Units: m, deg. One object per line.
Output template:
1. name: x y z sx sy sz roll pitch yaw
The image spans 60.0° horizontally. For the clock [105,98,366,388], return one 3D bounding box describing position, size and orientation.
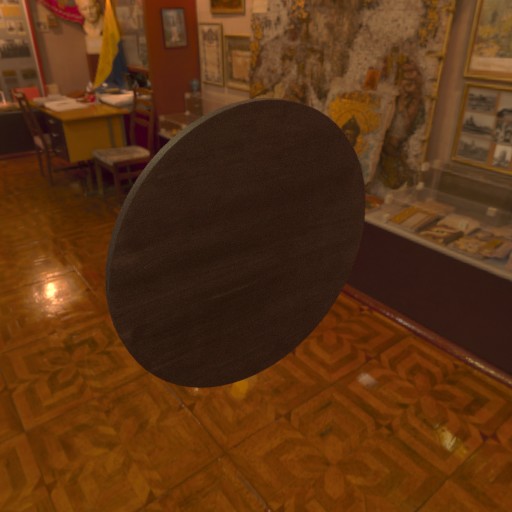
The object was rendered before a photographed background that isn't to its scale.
1. clock: 0.000 0.000 0.880 0.595 0.595 0.029 -19 34 -31
